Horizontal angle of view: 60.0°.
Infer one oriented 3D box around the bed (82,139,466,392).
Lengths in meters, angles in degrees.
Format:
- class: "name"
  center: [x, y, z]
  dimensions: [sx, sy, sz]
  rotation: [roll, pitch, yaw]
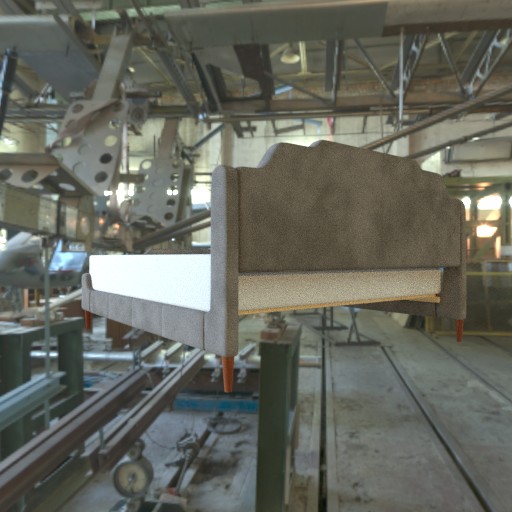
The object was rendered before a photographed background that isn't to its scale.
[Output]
- class: "bed"
  center: [0.000, 0.000, 3.532]
  dimensions: [2.074, 1.245, 2.340]
  rotation: [0, 0, -37]
